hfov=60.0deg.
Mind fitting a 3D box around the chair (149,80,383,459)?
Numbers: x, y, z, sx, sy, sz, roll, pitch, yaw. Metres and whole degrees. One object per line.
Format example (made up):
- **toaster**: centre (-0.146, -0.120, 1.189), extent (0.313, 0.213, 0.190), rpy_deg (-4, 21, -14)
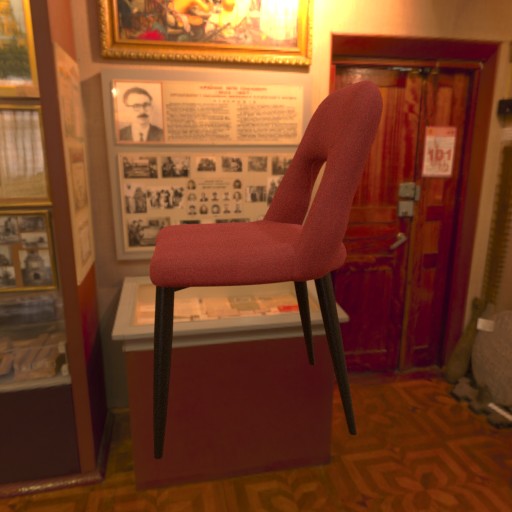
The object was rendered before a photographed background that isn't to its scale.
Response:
- **chair**: centre (0.000, 0.000, 1.209), extent (0.569, 0.892, 0.483), rpy_deg (-2, 14, -9)
